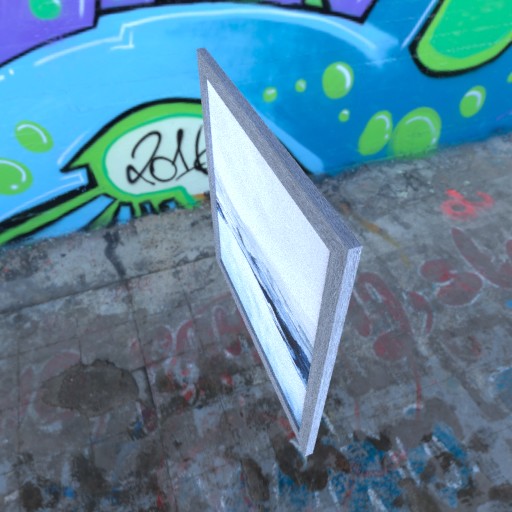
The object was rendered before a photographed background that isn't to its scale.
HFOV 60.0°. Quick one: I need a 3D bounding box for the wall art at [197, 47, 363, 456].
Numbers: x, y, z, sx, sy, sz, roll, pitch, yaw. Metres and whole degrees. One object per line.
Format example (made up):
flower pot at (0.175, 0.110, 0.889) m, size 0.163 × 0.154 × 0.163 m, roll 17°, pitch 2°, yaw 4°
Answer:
wall art at (0.000, 0.000, 1.019) m, size 0.020 × 0.685 × 0.685 m, roll -16°, pitch 48°, yaw -15°
